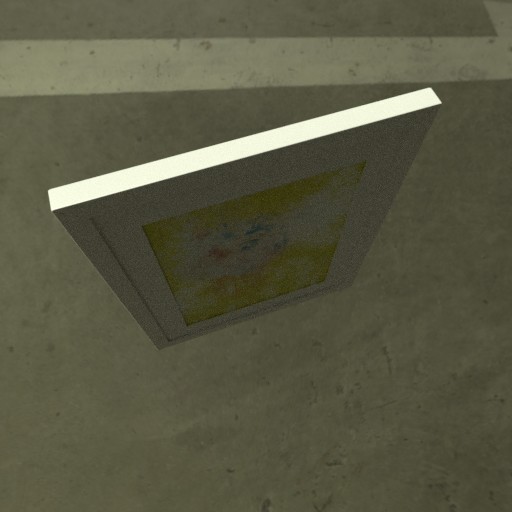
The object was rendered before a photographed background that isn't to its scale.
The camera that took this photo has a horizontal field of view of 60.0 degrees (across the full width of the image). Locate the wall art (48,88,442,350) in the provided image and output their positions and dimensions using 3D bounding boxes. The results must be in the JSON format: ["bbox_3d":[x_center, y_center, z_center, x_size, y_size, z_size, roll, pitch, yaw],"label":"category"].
[{"bbox_3d":[0.000,0.000,0.740,0.454,0.556,0.028,-17,65,-8],"label":"wall art"}]
